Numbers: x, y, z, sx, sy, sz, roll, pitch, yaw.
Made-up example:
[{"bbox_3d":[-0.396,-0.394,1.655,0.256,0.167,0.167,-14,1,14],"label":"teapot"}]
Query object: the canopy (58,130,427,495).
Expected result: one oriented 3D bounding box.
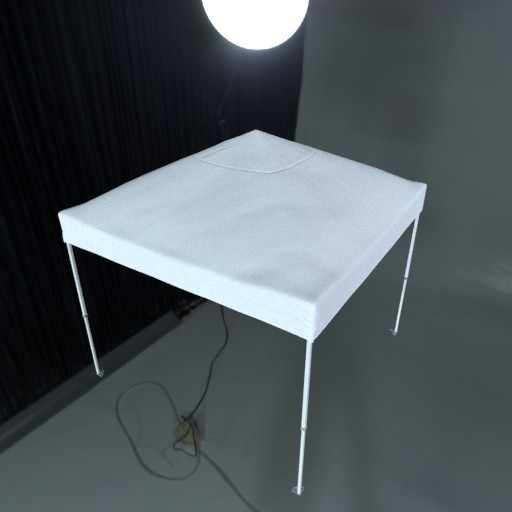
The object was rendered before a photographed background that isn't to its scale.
[{"bbox_3d":[0.000,0.000,5.326,2.996,2.997,2.998,18,34,29],"label":"canopy"}]
